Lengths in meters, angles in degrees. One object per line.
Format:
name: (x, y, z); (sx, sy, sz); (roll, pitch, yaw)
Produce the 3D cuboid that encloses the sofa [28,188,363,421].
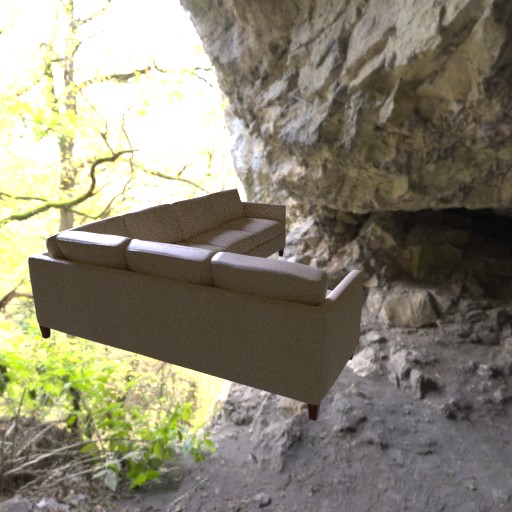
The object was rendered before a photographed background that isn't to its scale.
sofa: (0.000, 0.000, 4.523); (2.593, 0.947, 3.302); (8, 18, 26)
